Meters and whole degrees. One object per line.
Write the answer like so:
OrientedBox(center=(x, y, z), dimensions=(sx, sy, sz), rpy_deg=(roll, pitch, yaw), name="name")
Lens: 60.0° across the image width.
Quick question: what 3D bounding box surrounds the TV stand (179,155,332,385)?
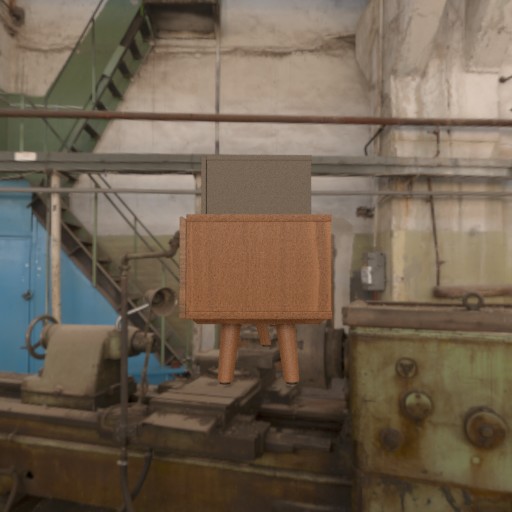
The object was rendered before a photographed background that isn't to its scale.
OrientedBox(center=(0.000, 0.000, 1.564), dimensions=(0.329, 0.591, 1.336), rpy_deg=(0, -1, 0), name="TV stand")
